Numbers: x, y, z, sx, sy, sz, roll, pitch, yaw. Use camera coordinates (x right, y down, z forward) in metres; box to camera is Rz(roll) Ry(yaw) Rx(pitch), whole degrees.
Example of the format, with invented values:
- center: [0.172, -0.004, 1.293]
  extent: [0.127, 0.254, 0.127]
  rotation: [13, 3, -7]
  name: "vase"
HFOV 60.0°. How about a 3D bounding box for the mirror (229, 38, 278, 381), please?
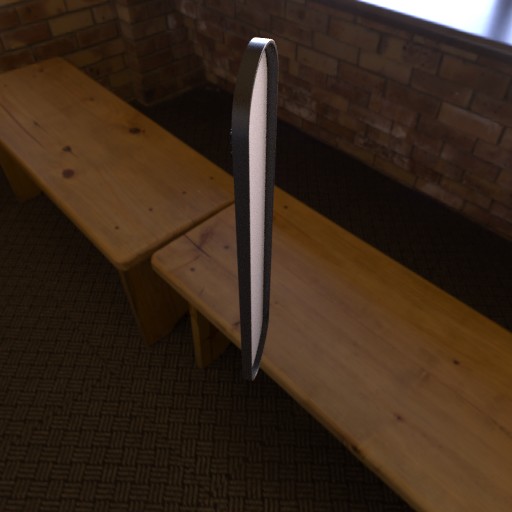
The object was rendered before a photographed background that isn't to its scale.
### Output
- center: [0.000, 0.000, 1.067]
  extent: [0.032, 0.991, 0.222]
  rotation: [11, 48, 10]
  name: "mirror"
